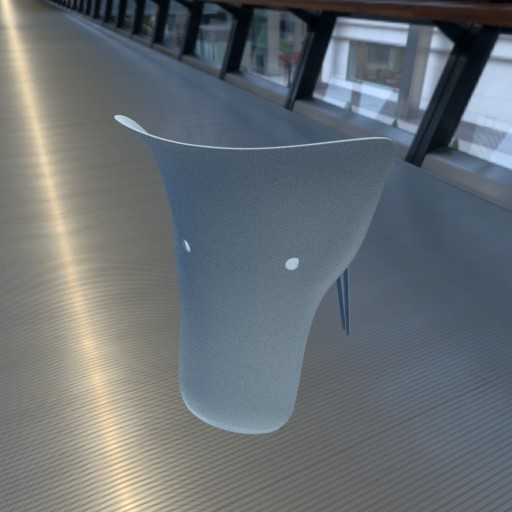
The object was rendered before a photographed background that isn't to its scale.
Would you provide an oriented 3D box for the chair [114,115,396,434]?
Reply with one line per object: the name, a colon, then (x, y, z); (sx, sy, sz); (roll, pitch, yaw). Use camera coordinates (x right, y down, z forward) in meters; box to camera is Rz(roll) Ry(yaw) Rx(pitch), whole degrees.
chair: (0.000, 0.000, 0.856); (0.451, 0.554, 0.402); (10, 32, 16)
